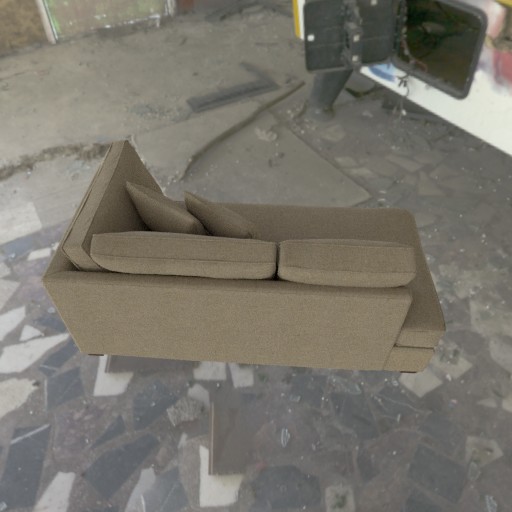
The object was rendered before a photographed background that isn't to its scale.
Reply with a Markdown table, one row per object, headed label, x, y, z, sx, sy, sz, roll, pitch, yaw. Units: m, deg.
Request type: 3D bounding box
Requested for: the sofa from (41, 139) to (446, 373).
| label | x | y | z | sx | sy | sz | roll | pitch | yaw |
| --- | --- | --- | --- | --- | --- | --- | --- | --- | --- |
| sofa | 0.000 | 0.000 | 2.890 | 2.238 | 1.019 | 1.110 | 3 | 47 | 2 |
